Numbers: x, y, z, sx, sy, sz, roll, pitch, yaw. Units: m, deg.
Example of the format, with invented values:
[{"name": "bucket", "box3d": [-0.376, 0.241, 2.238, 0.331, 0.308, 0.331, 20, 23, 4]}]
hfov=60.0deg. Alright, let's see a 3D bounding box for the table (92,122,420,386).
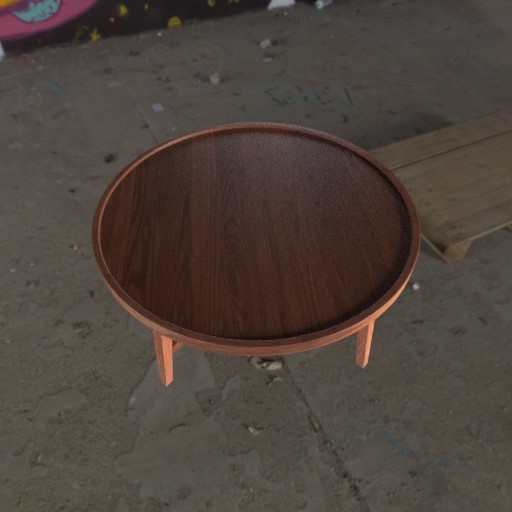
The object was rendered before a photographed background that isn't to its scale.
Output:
[{"name": "table", "box3d": [0.000, 0.000, 1.243, 0.800, 0.360, 0.800, 0, 48, 0]}]
